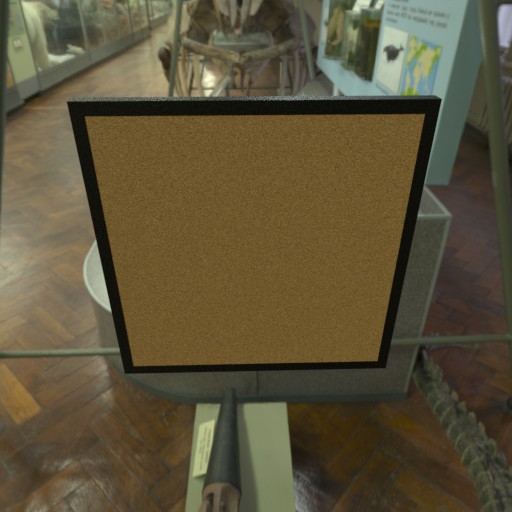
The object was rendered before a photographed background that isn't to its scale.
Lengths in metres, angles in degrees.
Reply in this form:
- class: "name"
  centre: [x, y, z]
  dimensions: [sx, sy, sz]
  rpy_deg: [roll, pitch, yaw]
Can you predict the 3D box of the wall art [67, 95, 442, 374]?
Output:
- class: "wall art"
  centre: [0.000, 0.000, 1.113]
  dimensions: [0.762, 0.762, 0.038]
  rpy_deg: [-1, 31, -1]
